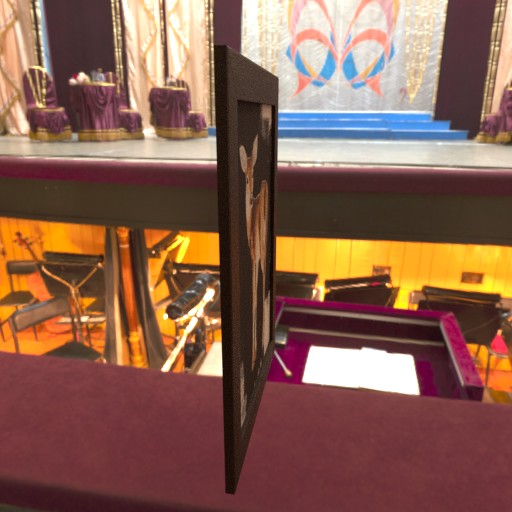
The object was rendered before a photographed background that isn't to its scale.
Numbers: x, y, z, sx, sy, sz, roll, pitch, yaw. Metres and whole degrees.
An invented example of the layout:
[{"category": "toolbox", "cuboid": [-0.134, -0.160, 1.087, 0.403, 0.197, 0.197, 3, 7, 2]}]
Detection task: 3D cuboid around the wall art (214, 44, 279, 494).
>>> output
[{"category": "wall art", "cuboid": [0.000, 0.000, 0.641, 0.013, 0.508, 0.359, 3, 18, 10]}]
